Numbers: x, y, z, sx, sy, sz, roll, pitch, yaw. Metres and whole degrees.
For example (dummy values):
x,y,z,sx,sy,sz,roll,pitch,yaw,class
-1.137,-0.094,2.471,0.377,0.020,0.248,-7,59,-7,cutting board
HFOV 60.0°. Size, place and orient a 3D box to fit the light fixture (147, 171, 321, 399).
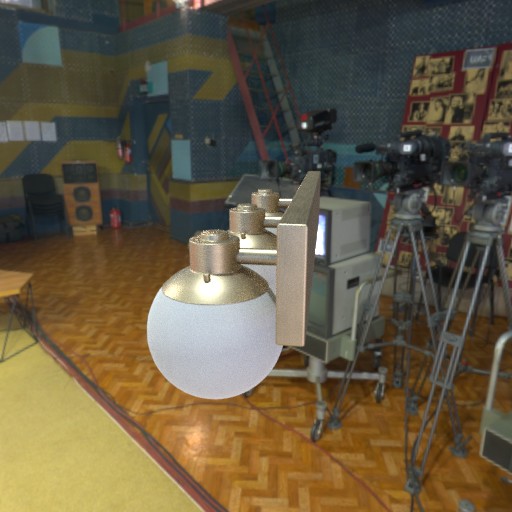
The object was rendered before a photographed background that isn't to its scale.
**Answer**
x,y,z,sx,sy,sz,roll,pitch,yaw,class
0.000,0.000,0.828,0.218,0.263,0.721,2,15,9,light fixture
